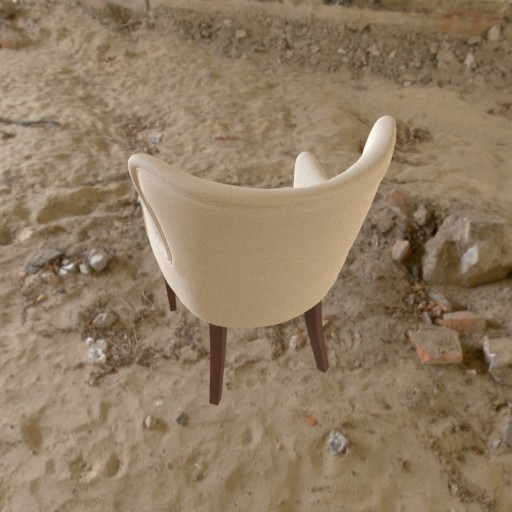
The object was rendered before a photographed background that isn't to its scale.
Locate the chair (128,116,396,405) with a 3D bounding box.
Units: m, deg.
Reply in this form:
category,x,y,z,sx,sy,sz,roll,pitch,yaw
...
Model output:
category,x,y,z,sx,sy,sz,roll,pitch,yaw
chair,0.000,0.000,1.482,0.696,0.990,0.744,-13,42,-14
